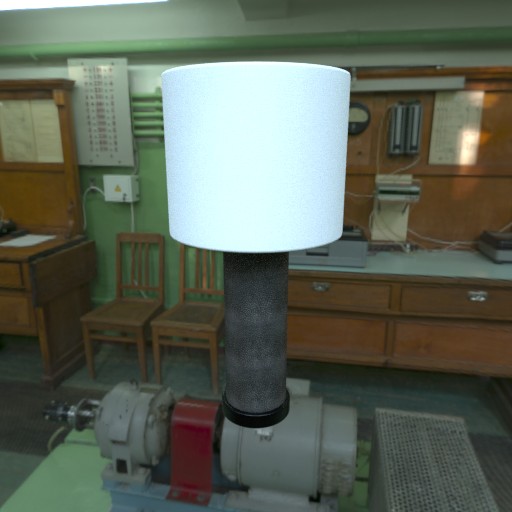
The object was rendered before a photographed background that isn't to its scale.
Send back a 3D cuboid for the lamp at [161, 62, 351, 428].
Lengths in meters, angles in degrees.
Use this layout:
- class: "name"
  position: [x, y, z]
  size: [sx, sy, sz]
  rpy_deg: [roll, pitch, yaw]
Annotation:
- class: "lamp"
  position: [0.000, 0.000, 0.810]
  size: [0.305, 0.634, 0.305]
  rpy_deg: [2, 16, 9]
